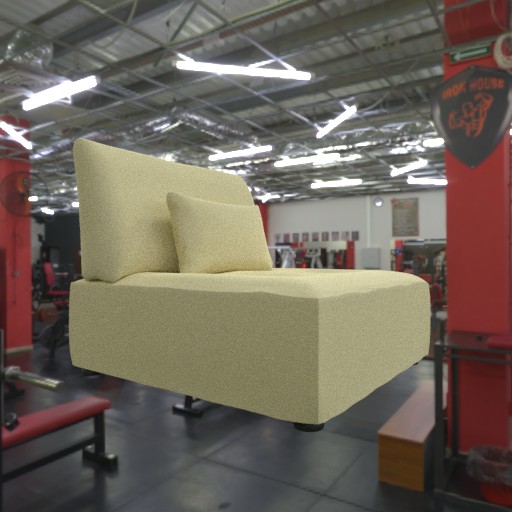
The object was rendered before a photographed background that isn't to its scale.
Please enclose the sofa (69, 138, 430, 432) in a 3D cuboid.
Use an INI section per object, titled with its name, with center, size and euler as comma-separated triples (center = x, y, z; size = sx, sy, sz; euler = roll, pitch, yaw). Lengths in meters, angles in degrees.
[sofa]
center = 0.000, 0.000, 1.634
size = 1.000, 0.820, 0.930
euler = 0, 0, 36
